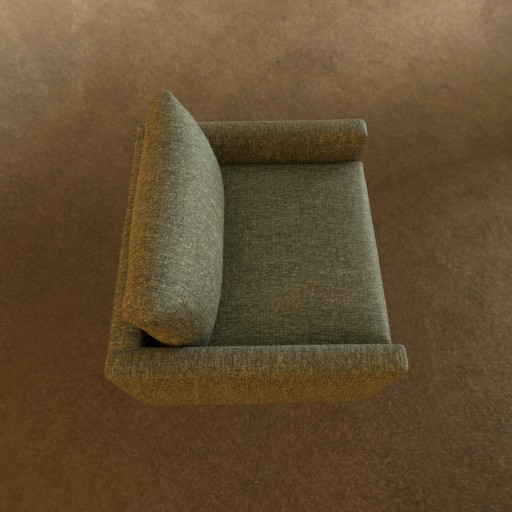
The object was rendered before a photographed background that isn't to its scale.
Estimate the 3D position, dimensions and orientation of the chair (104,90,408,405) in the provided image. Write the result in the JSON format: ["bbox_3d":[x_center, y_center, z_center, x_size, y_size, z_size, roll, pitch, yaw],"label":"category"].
[{"bbox_3d":[0.000,0.000,1.597,0.866,0.861,0.963,-1,63,-1],"label":"chair"}]
